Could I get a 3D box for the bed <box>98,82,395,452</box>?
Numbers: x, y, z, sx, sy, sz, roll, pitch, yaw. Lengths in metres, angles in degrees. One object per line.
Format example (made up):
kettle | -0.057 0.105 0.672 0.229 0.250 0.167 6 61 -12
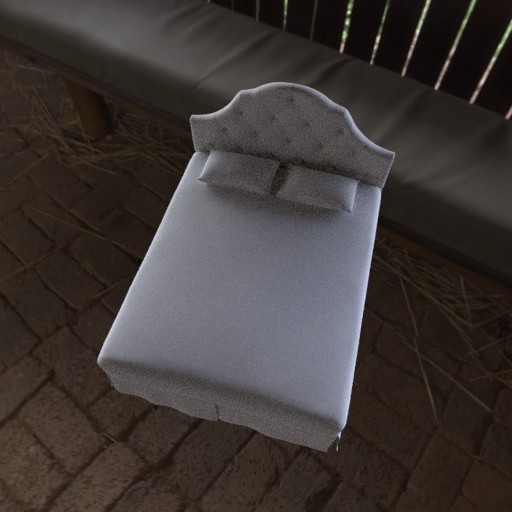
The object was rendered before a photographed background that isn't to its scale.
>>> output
bed | 0.000 0.000 3.749 2.039 1.617 2.477 13 59 8
